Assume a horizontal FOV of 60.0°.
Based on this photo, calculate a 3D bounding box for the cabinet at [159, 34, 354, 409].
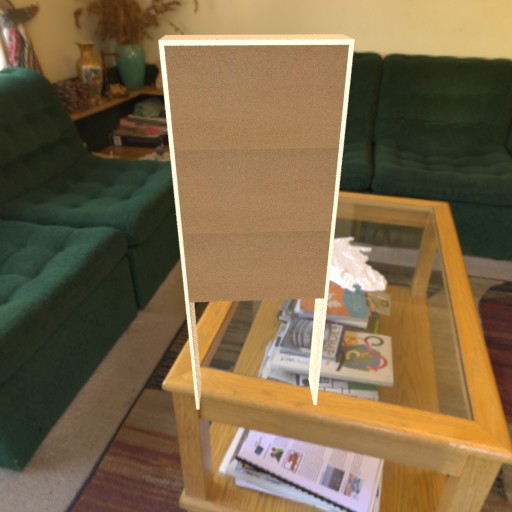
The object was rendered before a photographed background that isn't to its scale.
[{"bbox_3d":[0.000,0.000,1.991,0.643,1.770,0.192,-1,31,-2],"label":"cabinet"}]
